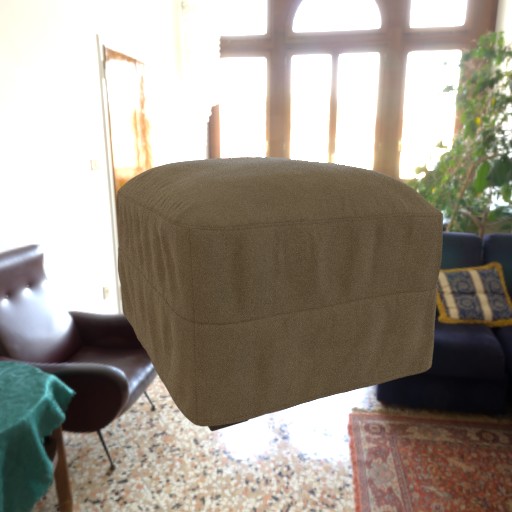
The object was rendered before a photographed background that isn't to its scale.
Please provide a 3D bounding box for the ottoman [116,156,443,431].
[{"bbox_3d":[0.000,0.000,1.098,0.584,0.480,0.712,-7,15,-26],"label":"ottoman"}]
